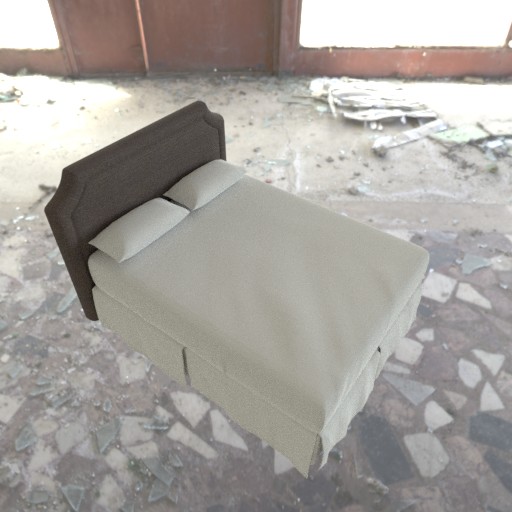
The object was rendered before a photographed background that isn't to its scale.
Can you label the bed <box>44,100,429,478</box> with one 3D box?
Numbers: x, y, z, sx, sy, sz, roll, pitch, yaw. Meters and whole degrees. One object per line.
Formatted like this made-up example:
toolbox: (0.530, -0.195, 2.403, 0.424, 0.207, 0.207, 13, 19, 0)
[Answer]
bed: (0.000, 0.000, 3.118, 2.116, 1.290, 1.693, 27, 49, 26)
